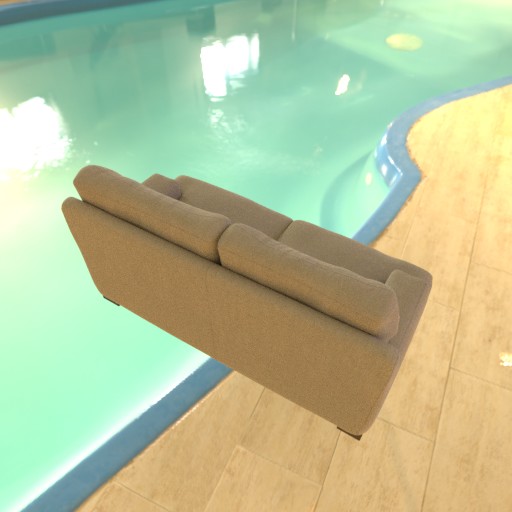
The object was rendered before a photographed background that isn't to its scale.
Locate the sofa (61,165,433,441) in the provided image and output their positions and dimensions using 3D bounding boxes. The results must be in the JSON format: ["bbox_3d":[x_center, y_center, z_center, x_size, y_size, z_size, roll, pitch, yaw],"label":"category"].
[{"bbox_3d":[0.000,0.000,2.504,1.855,0.980,0.962,24,51,21],"label":"sofa"}]
